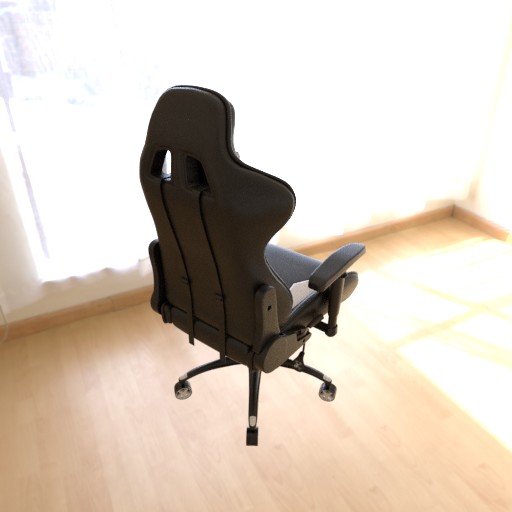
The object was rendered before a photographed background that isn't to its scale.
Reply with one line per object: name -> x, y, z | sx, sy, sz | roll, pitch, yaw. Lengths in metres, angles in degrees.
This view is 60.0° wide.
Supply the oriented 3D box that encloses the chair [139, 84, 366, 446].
chair -> 0.000, 0.000, 1.670 | 0.730, 1.285, 0.695 | 21, 37, 32
